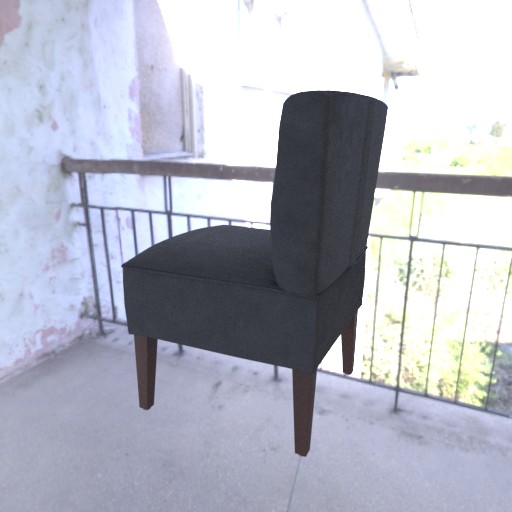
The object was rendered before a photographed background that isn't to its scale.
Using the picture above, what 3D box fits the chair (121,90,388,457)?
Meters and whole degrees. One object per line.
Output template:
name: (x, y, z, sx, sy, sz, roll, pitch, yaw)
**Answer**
chair: (0.000, 0.000, 1.185, 0.554, 0.806, 0.521, 8, 19, 26)
